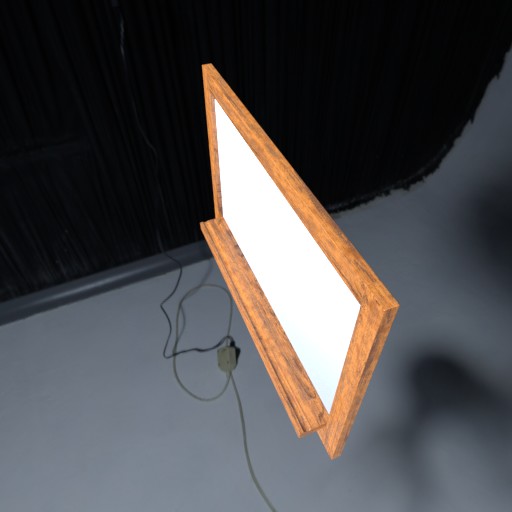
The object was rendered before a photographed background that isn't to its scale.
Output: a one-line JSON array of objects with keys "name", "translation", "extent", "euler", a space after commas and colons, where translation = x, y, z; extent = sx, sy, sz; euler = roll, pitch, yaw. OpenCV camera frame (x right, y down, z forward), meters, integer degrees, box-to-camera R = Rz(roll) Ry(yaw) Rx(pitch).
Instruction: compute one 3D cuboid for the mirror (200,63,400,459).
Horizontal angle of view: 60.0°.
[{"name": "mirror", "translation": [0.000, 0.000, 0.983], "extent": [0.084, 0.537, 0.758], "euler": [-17, 49, -15]}]
